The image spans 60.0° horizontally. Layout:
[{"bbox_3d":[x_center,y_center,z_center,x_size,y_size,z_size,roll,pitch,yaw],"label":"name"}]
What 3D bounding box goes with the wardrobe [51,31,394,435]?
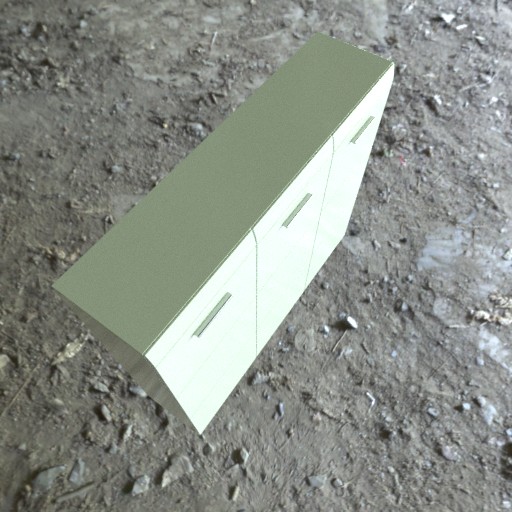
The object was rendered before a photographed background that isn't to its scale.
[{"bbox_3d":[0.000,0.000,1.894,0.360,1.200,1.340,31,64,17],"label":"wardrobe"}]
